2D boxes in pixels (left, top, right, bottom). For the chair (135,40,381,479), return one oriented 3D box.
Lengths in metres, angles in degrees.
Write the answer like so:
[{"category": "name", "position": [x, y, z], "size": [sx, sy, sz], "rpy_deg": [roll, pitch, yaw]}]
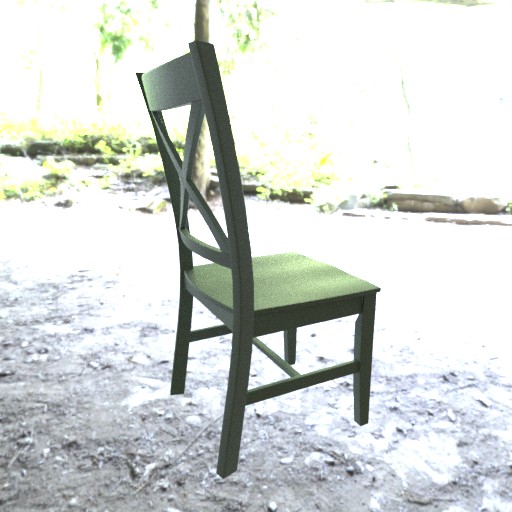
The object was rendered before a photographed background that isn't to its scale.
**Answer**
[{"category": "chair", "position": [0.000, 0.000, 1.245], "size": [0.542, 0.983, 0.485], "rpy_deg": [-8, 17, -26]}]
